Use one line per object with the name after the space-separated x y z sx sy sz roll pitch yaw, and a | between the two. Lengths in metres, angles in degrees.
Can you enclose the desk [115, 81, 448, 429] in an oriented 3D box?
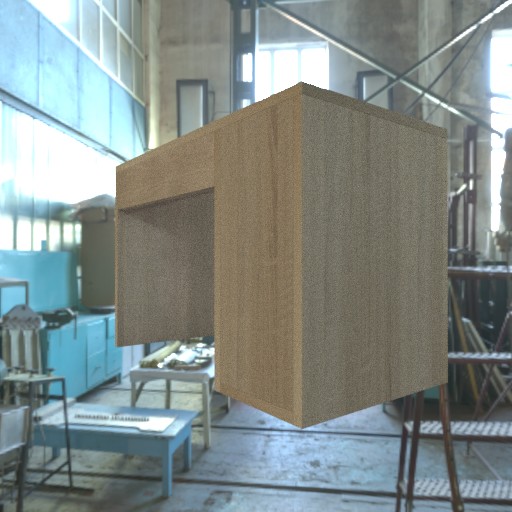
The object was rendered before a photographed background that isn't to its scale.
0.000 0.000 1.548 0.600 0.731 1.100 0 0 -37 | desk
